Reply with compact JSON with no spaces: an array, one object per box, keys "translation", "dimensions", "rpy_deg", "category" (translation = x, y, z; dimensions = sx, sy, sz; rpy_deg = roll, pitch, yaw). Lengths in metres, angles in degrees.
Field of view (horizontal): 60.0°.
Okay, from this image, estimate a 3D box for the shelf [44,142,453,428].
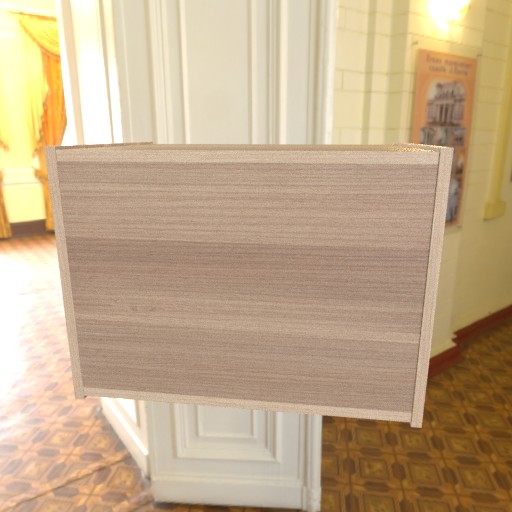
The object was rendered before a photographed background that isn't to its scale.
[{"translation":[0.000,0.000,0.622],"dimensions":[0.415,0.305,0.290],"rpy_deg":[2,15,8],"category":"shelf"}]
